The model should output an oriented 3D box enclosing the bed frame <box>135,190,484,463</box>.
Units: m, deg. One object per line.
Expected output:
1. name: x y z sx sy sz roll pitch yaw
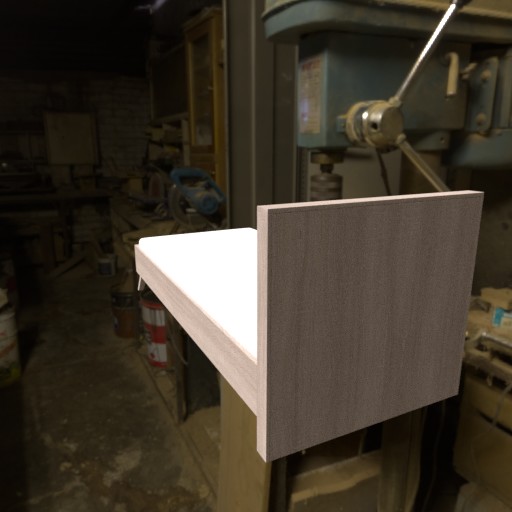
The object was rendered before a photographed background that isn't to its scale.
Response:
1. bed frame: 0.000 0.000 2.617 0.990 0.920 2.140 -7 16 -26
